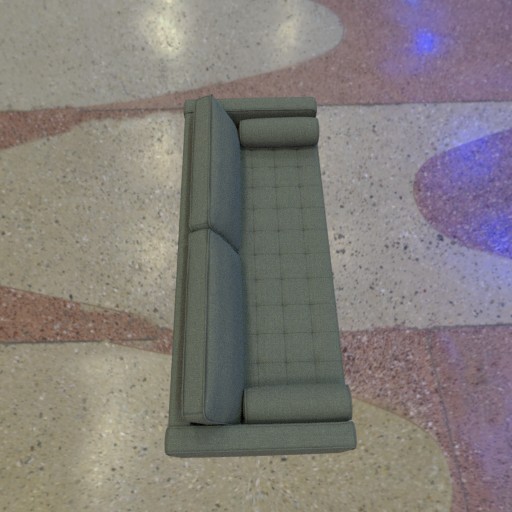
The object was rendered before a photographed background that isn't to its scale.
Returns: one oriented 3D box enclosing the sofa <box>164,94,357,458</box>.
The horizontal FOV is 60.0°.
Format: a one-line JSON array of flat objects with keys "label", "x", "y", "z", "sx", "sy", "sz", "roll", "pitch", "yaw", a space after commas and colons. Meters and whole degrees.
[{"label": "sofa", "x": 0.000, "y": 0.000, "z": 2.678, "sx": 0.914, "sy": 0.762, "sz": 2.198, "roll": -2, "pitch": 64, "yaw": -1}]
